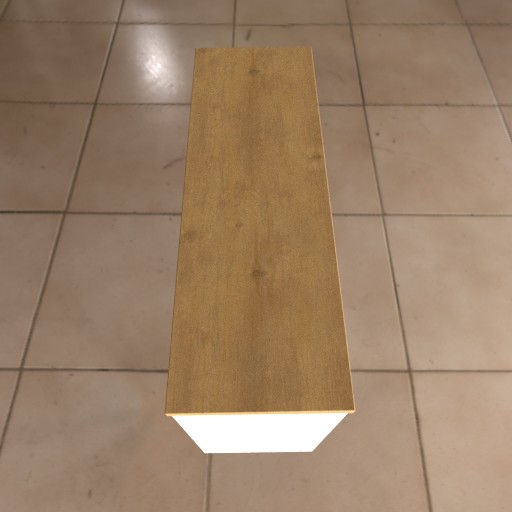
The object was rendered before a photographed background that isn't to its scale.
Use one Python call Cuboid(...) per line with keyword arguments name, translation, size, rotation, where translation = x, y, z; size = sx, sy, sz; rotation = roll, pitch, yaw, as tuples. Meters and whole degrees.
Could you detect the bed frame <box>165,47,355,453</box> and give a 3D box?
Cuboid(name="bed frame", translation=(0.000, 0.000, 1.689), size=(0.430, 0.850, 1.300), rotation=(-1, 60, 0))
